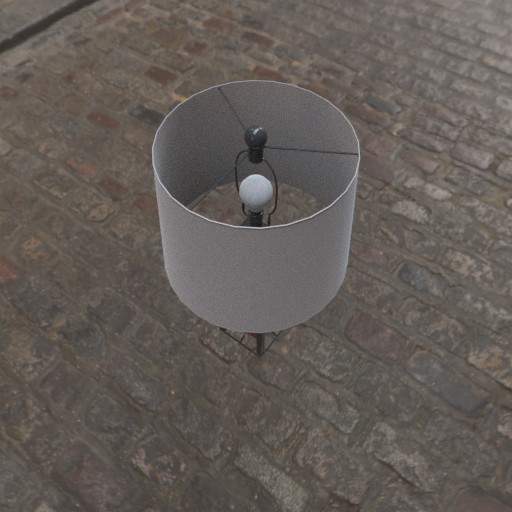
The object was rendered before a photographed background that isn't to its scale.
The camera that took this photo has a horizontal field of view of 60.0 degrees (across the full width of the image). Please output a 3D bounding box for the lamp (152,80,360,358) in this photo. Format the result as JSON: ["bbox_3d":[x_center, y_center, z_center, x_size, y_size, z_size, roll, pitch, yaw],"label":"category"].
[{"bbox_3d":[0.000,0.000,0.797,0.320,0.591,0.320,0,57,0],"label":"lamp"}]
